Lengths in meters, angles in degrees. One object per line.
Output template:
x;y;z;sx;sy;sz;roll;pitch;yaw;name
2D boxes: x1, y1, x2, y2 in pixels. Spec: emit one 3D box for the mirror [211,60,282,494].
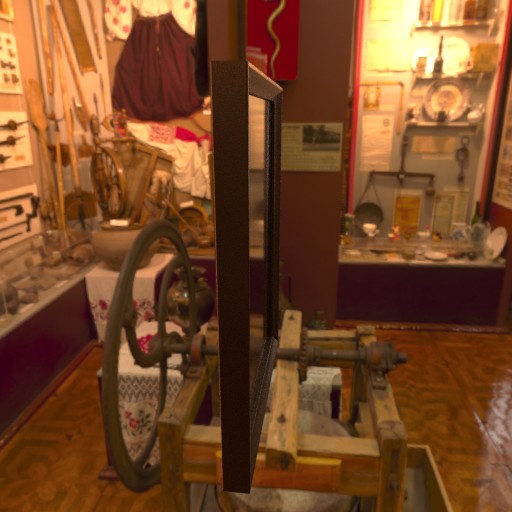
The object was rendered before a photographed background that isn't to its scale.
0.000;0.000;0.683;0.041;0.509;0.406;2;17;7;mirror
